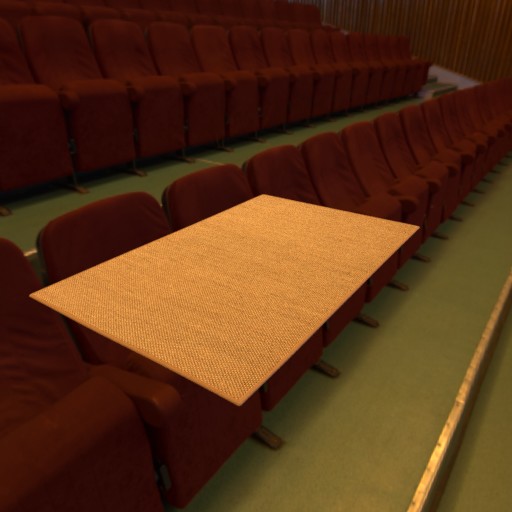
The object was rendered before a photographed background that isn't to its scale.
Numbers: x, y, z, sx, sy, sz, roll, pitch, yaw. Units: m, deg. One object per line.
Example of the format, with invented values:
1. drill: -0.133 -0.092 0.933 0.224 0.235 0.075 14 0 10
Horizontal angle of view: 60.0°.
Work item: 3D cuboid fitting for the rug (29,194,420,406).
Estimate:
1. rug: 0.000 0.000 2.115 1.061 0.012 1.668 17 30 31
